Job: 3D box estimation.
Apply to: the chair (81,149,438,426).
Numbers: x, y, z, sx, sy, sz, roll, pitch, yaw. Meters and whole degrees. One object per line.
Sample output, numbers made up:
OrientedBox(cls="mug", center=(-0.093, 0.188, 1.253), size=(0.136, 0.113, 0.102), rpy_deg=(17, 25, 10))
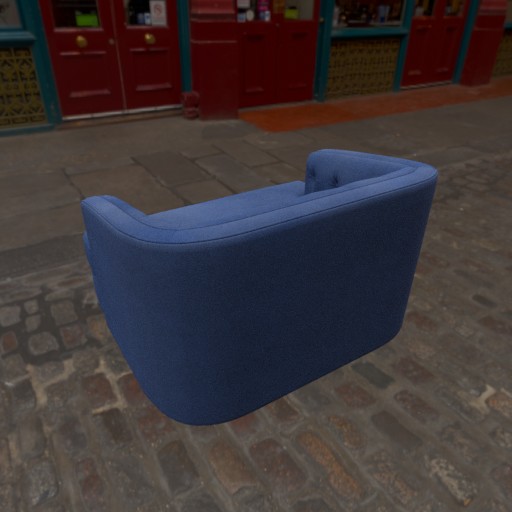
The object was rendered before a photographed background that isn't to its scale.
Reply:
OrientedBox(cls="chair", center=(0.000, 0.000, 1.733), size=(1.118, 0.787, 0.914), rpy_deg=(-18, 35, -27))
